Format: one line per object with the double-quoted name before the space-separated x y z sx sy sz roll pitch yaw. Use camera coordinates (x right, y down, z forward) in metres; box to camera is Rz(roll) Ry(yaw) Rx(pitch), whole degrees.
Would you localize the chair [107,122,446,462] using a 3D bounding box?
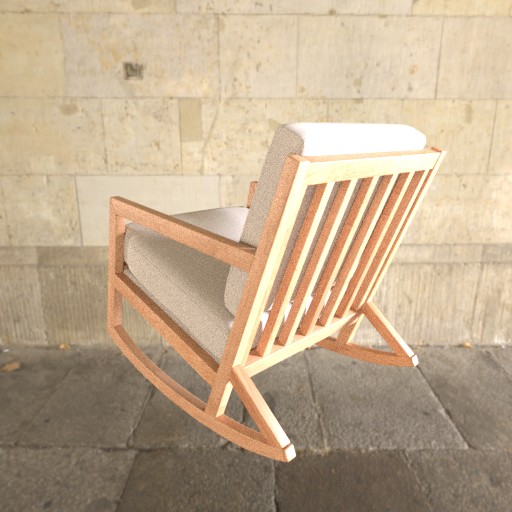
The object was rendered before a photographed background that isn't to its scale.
"chair" 0.000 0.000 1.387 0.622 0.790 0.857 -15 22 -42
